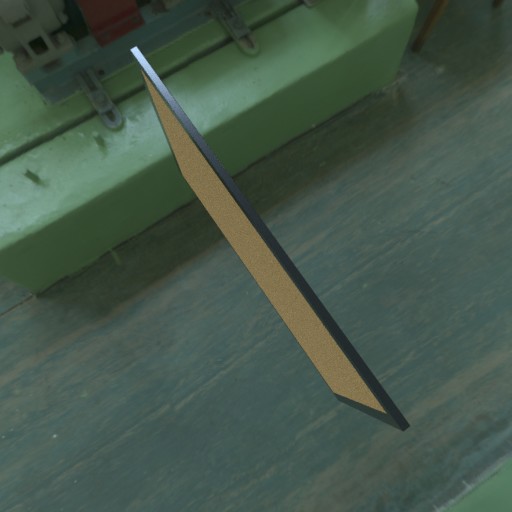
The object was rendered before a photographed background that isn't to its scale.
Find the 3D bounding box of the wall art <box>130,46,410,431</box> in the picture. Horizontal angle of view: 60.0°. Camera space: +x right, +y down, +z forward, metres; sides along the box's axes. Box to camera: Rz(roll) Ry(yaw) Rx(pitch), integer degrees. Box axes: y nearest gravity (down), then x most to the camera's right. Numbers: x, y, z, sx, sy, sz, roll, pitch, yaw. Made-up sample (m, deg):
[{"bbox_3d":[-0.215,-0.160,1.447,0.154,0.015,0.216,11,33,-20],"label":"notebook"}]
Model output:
[{"bbox_3d":[0.000,0.000,1.025,0.015,0.552,0.819,-34,79,-7],"label":"wall art"}]
